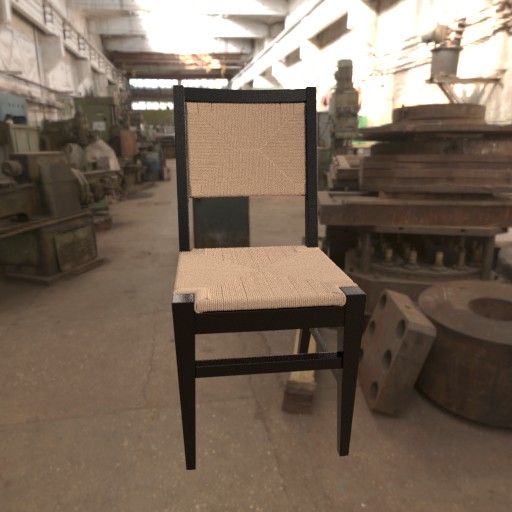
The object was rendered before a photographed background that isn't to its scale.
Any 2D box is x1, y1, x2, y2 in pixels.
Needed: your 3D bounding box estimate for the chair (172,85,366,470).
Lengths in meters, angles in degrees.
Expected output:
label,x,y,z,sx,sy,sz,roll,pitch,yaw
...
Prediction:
label,x,y,z,sx,sy,sz,roll,pitch,yaw
chair,0.000,0.000,1.226,0.437,0.927,0.552,-2,16,-7
